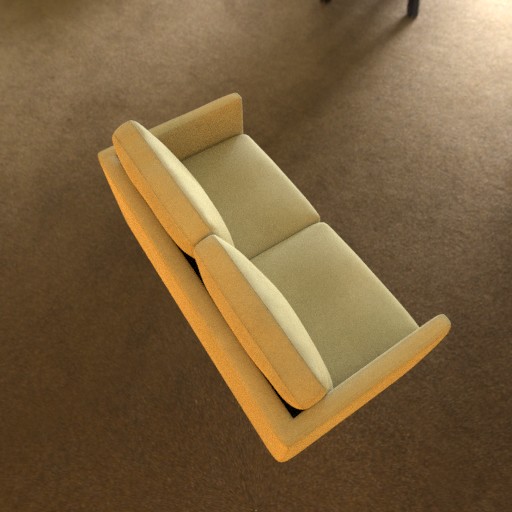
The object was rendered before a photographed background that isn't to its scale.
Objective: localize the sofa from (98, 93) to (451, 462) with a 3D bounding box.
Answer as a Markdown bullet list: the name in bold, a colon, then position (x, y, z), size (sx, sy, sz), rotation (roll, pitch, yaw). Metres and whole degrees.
- **sofa**: position (0.000, 0.000, 2.433), size (0.950, 0.940, 1.846), rotation (-30, 64, -16)
